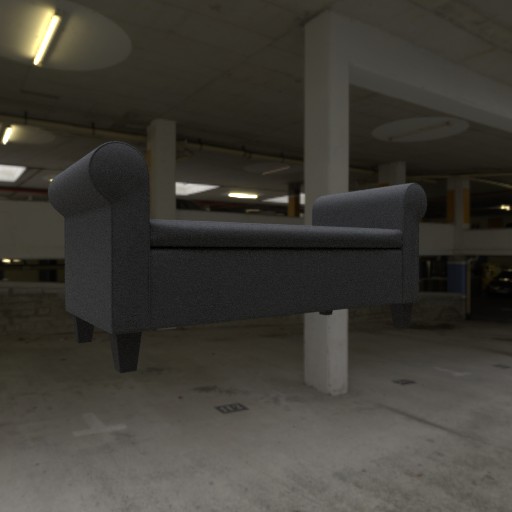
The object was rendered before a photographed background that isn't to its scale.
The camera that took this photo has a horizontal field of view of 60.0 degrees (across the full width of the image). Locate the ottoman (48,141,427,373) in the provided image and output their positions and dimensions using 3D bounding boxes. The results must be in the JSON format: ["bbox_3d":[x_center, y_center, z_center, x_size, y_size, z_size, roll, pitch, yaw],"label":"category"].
[{"bbox_3d":[0.000,0.000,1.555,1.256,0.547,0.521,0,1,-35],"label":"ottoman"}]
